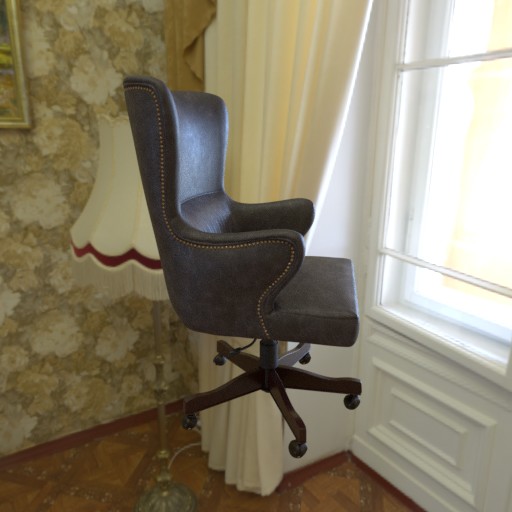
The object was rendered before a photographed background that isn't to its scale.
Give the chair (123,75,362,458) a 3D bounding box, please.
[{"bbox_3d":[0.000,0.000,1.419,0.717,1.037,0.594,3,16,10],"label":"chair"}]
